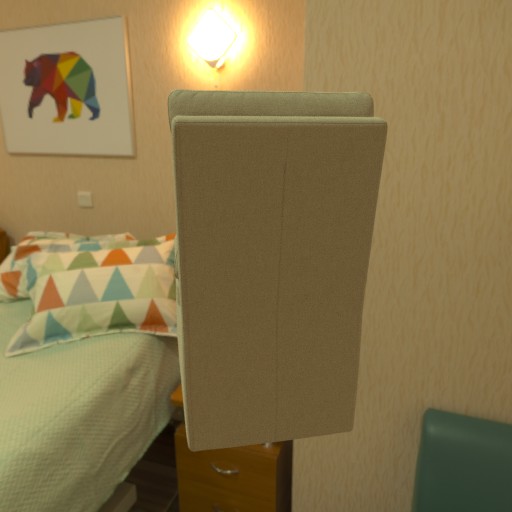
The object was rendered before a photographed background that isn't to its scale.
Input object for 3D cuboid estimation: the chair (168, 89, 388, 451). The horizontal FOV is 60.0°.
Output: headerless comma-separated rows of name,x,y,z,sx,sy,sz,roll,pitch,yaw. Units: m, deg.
chair,0.000,0.000,1.368,0.503,0.927,0.698,-3,16,-10
